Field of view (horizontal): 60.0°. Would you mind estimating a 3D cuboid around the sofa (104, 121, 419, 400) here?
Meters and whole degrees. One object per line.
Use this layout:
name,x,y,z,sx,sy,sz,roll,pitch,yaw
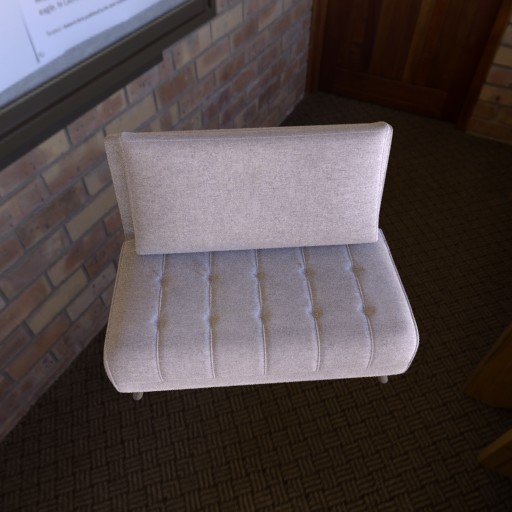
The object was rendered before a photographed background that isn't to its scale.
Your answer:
sofa,0.000,0.000,1.877,1.220,0.910,0.910,-3,48,-3
